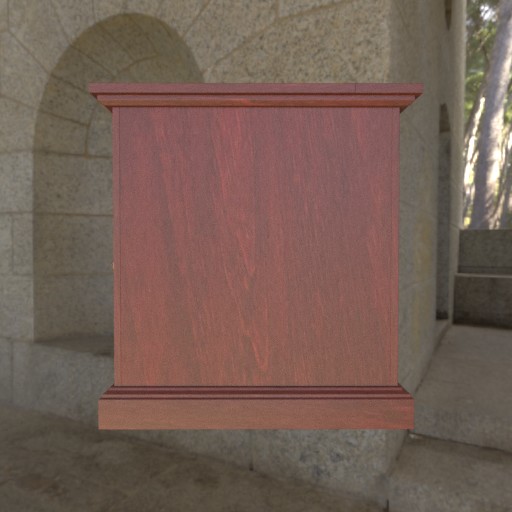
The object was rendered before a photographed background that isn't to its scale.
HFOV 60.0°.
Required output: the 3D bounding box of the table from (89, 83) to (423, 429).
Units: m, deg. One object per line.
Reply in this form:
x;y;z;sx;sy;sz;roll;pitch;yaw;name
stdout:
0.000;0.000;0.958;0.584;0.612;0.356;0;1;0;table
